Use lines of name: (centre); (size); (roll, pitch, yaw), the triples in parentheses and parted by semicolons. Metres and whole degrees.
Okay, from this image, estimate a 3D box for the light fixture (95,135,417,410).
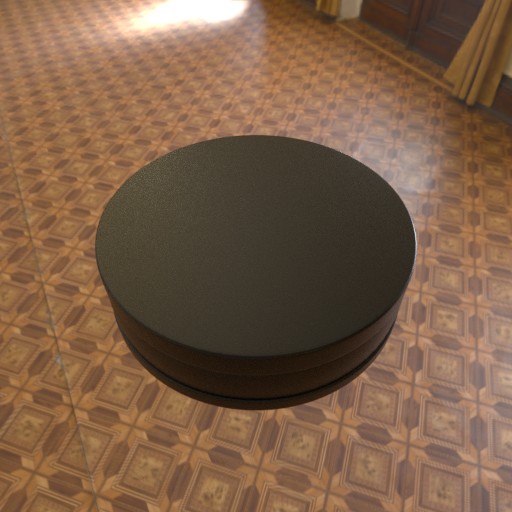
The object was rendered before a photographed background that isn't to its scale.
light fixture: (0.000, 0.000, 0.431); (0.283, 0.097, 0.283); (0, 47, 0)
